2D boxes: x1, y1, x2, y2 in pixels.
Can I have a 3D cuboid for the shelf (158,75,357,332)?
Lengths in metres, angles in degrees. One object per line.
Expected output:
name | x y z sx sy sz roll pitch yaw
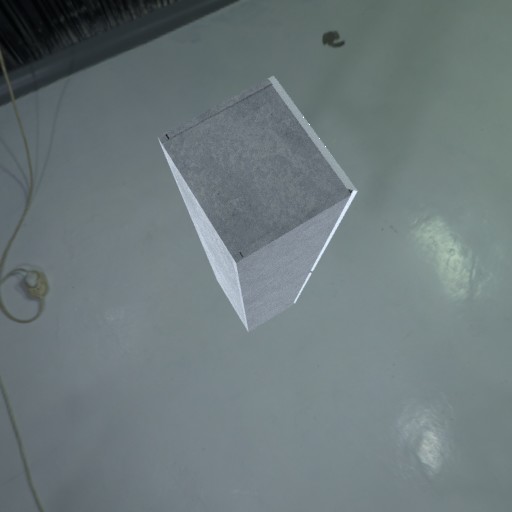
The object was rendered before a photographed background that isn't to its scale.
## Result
shelf | 0.000 0.000 1.534 0.270 1.400 0.300 -31 77 -8
